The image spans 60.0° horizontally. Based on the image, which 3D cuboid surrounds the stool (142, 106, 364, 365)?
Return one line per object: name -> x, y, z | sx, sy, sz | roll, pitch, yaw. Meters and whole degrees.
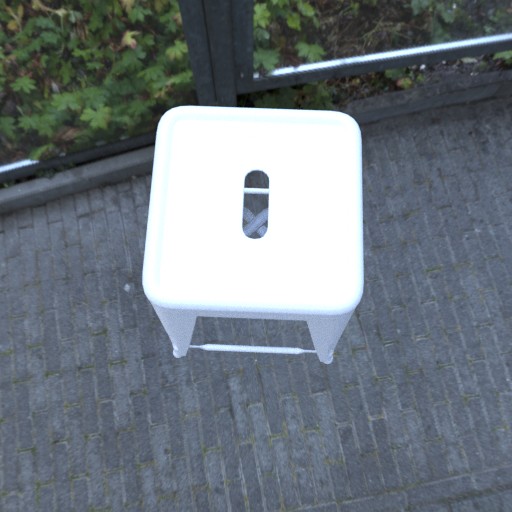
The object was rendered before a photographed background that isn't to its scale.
stool -> 0.000, 0.000, 0.871 | 0.406, 0.610, 0.406 | 2, 77, 1
